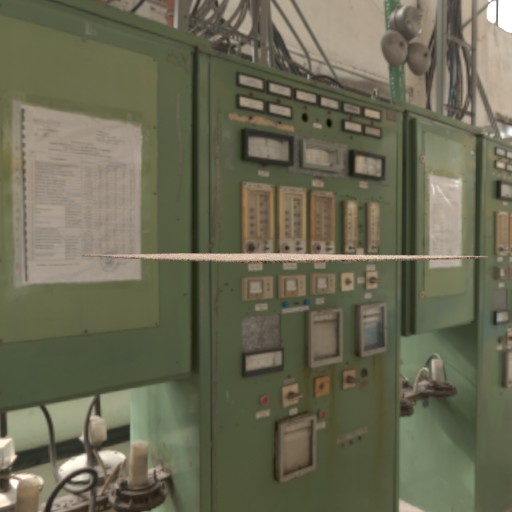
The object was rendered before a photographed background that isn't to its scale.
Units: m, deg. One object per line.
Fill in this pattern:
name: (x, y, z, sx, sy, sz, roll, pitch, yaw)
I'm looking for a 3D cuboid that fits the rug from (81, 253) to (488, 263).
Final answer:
rug: (0.000, 0.000, 4.248, 2.436, 0.024, 3.226, -1, 1, -36)
